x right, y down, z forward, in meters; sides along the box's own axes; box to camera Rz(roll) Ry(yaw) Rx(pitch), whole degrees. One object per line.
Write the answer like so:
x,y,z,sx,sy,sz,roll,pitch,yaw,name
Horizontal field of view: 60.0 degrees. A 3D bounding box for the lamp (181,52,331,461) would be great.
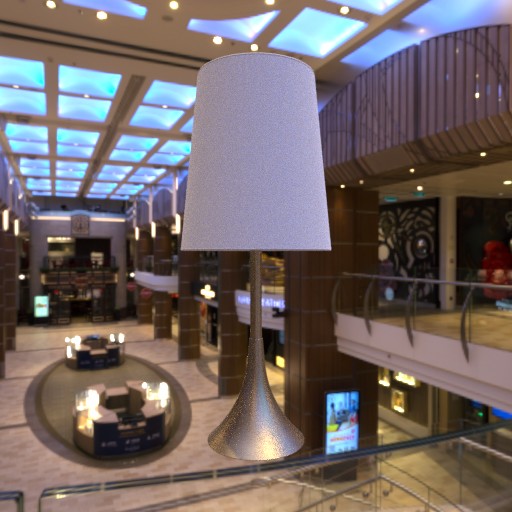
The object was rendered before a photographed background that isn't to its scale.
0.000,0.000,0.689,0.231,0.569,0.231,0,0,0,lamp
